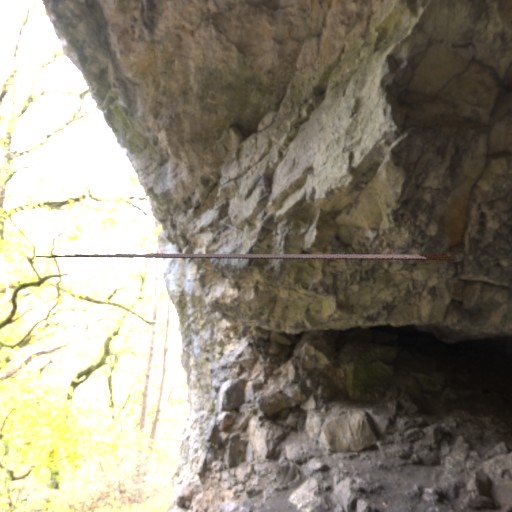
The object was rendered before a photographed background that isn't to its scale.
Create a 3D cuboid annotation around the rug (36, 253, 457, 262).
[{"bbox_3d":[0.000,0.000,2.606,2.085,0.027,1.224,0,1,18],"label":"rug"}]
